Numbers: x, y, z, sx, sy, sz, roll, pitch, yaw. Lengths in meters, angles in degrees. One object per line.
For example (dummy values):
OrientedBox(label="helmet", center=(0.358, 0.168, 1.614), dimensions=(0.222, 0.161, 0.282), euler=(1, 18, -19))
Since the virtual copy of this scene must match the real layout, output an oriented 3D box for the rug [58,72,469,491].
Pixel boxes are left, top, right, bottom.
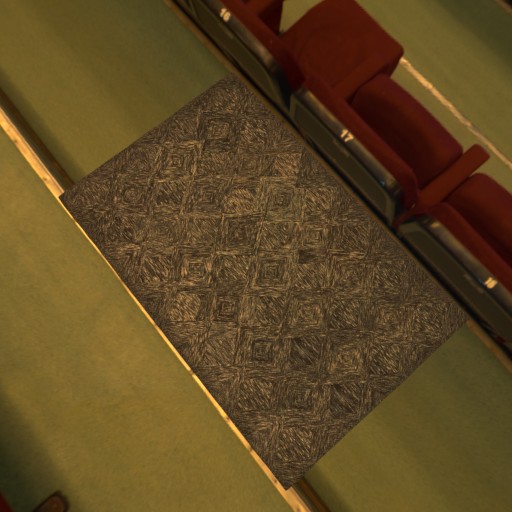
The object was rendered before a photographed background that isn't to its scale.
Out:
OrientedBox(label="rug", center=(0.000, 0.000, 2.146), dimensions=(1.139, 0.010, 1.754), euler=(-39, 79, -9))
